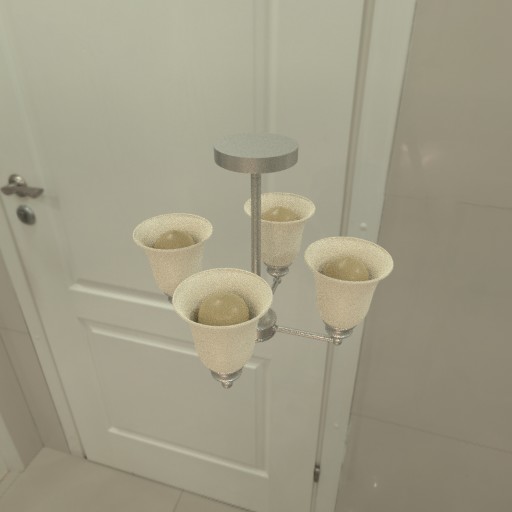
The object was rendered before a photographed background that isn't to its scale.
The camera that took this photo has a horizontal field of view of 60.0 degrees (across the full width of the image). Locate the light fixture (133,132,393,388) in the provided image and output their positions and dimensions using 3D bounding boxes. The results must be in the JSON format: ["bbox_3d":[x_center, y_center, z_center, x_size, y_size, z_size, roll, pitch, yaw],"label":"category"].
[{"bbox_3d":[0.000,0.000,0.724,0.427,0.370,0.427,9,32,15],"label":"light fixture"}]
